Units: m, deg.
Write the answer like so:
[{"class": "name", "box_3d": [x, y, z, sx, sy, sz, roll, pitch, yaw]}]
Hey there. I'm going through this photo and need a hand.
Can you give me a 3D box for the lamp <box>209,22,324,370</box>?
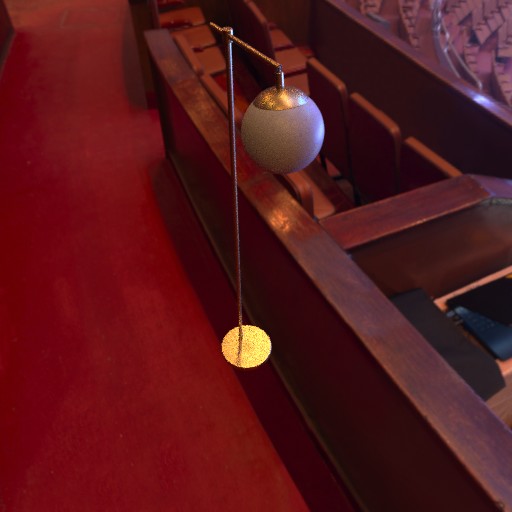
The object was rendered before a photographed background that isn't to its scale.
[{"class": "lamp", "box_3d": [0.000, 0.000, 1.649, 0.249, 1.505, 0.476, -24, 51, -22]}]
